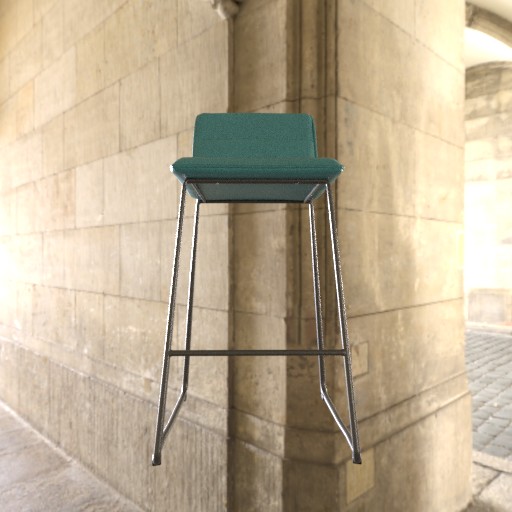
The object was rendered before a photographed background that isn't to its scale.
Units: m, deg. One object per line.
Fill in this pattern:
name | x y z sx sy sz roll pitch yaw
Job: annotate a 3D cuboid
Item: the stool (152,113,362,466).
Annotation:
stool | 0.000 0.000 1.222 0.489 0.936 0.524 0 0 -1
